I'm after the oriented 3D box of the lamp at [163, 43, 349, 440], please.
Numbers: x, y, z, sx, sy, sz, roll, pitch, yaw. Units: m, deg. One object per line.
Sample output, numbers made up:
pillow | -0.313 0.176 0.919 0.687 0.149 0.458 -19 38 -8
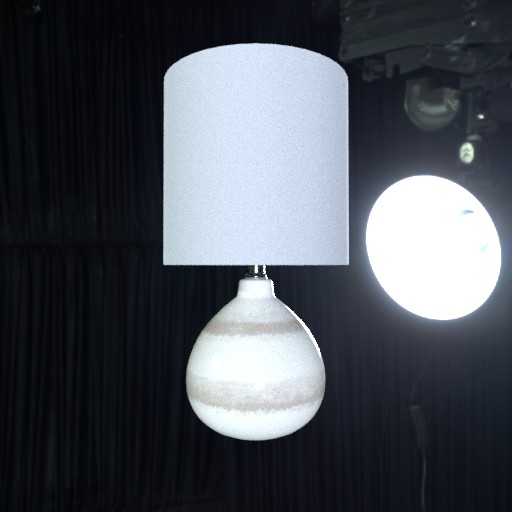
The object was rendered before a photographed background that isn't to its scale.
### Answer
lamp | 0.000 0.000 0.529 0.217 0.404 0.217 0 -1 -18
